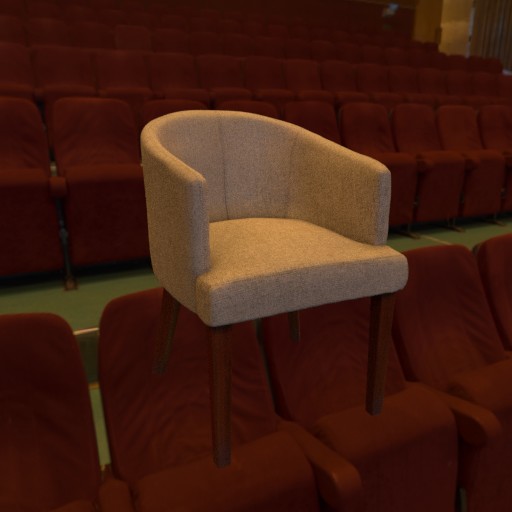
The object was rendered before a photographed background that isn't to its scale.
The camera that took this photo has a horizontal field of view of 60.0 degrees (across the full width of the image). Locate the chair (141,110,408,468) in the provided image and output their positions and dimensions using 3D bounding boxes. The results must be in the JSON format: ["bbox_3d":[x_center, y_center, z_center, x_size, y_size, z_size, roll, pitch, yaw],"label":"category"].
[{"bbox_3d":[0.000,0.000,1.267,0.583,0.811,0.655,-8,18,-25],"label":"chair"}]
